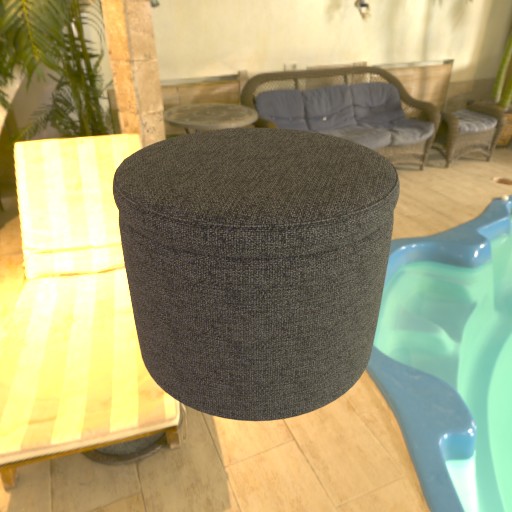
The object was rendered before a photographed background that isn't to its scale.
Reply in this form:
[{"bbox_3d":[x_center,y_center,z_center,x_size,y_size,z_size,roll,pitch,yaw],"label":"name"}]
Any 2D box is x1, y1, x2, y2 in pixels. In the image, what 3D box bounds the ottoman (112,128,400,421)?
[{"bbox_3d":[0.000,0.000,0.916,0.520,0.430,0.520,0,30,0],"label":"ottoman"}]
